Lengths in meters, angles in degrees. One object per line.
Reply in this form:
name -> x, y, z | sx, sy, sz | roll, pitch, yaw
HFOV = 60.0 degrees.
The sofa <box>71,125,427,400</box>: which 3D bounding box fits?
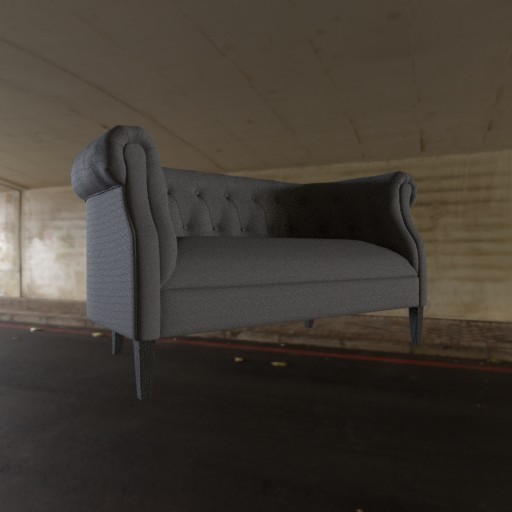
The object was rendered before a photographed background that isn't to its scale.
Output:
sofa -> 0.000, 0.000, 1.994 | 1.558, 0.827, 0.835 | 0, 1, -36
